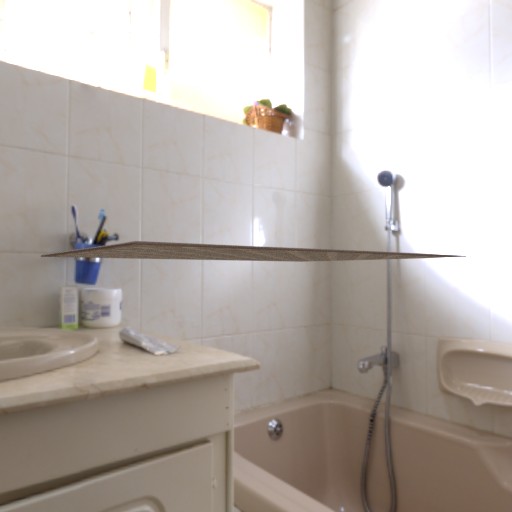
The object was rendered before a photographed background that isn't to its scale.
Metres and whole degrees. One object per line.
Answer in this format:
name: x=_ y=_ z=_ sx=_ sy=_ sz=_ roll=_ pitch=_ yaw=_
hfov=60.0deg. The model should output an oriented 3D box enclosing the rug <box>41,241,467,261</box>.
rug: x=0.000 y=0.000 z=2.871 sx=2.260 sy=0.013 sz=1.600 roll=2 pitch=-3 yaw=-37
